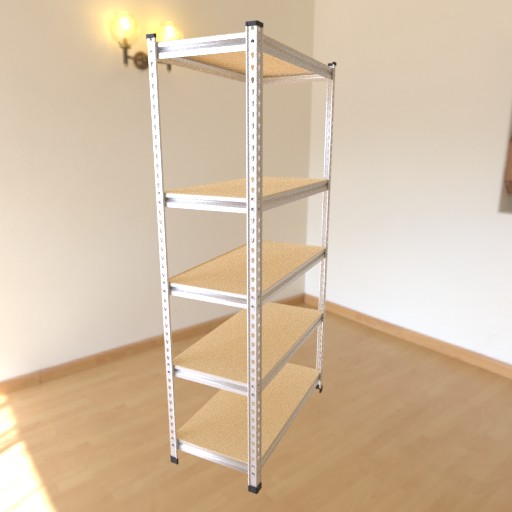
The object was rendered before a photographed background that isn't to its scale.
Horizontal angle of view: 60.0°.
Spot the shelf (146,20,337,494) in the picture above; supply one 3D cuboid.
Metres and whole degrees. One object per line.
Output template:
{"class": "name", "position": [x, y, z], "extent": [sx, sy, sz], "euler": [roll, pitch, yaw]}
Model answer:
{"class": "shelf", "position": [0.000, 0.000, 2.144], "extent": [0.457, 1.829, 0.914], "euler": [7, 16, 25]}
